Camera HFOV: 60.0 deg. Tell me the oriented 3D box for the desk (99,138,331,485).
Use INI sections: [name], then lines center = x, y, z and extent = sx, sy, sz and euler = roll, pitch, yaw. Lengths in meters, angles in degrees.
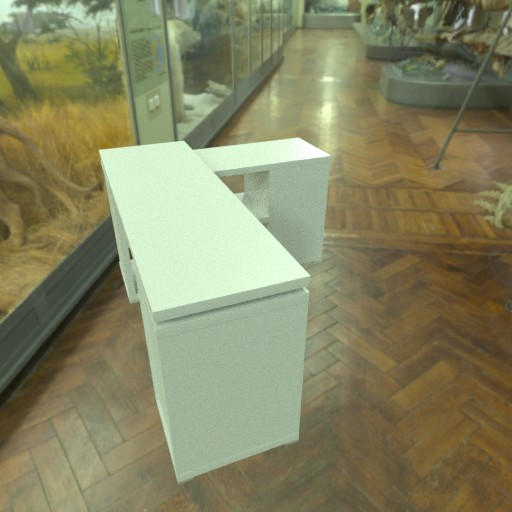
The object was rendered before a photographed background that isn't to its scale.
[desk]
center = 0.000, 0.000, 2.150
extent = 1.200, 0.753, 1.524
euler = -12, 32, -19
